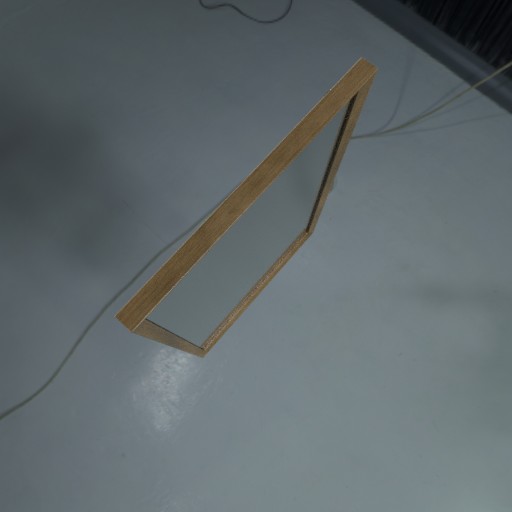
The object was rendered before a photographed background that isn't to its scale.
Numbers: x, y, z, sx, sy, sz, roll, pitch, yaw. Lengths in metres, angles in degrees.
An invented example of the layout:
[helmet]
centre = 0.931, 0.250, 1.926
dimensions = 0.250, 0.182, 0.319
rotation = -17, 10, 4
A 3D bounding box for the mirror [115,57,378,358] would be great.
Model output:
[mirror]
centre = 0.000, 0.000, 1.162
dimensions = 0.041, 0.915, 0.609
rotation = 40, 78, 10
